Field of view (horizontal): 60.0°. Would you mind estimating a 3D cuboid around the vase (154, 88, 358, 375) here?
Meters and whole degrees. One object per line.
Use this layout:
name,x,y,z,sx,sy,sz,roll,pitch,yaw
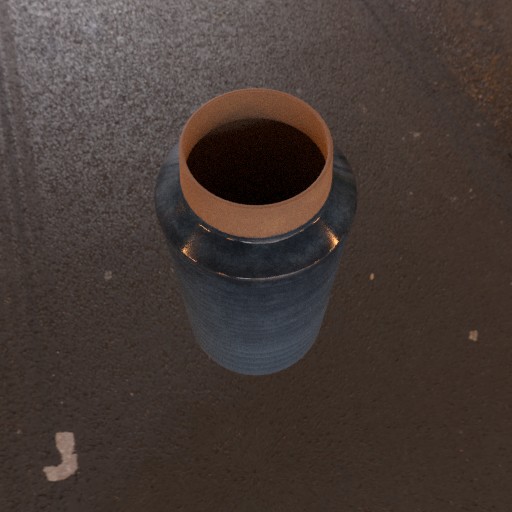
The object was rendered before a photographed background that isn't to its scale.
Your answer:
vase,0.000,0.000,0.416,0.163,0.316,0.163,0,64,0
